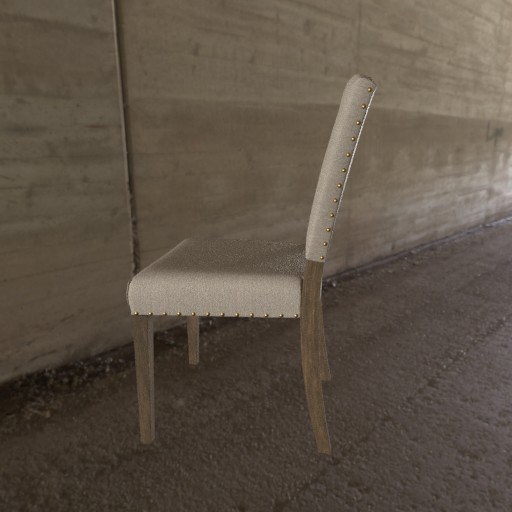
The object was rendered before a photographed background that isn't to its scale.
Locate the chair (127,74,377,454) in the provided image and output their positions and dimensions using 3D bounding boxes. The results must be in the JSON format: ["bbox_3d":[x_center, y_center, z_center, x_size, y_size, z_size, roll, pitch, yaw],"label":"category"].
[{"bbox_3d":[0.000,0.000,1.347,0.620,1.020,0.508,2,15,9],"label":"chair"}]
